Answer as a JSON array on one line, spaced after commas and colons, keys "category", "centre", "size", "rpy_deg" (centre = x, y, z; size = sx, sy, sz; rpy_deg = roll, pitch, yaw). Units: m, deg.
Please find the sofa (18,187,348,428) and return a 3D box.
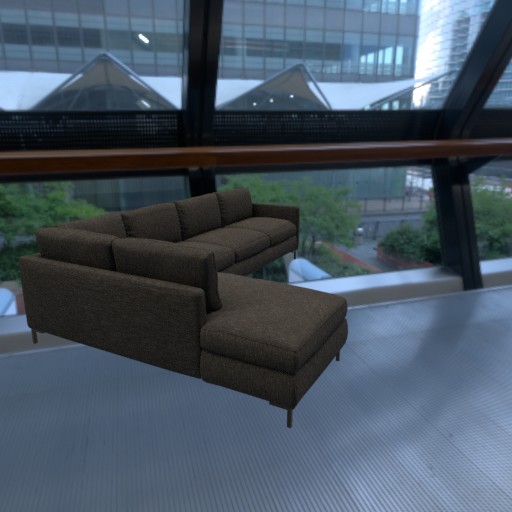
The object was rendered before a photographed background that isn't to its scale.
[{"category": "sofa", "centre": [0.000, 0.000, 3.717], "size": [2.007, 0.815, 2.949], "rpy_deg": [8, 17, 27]}]
